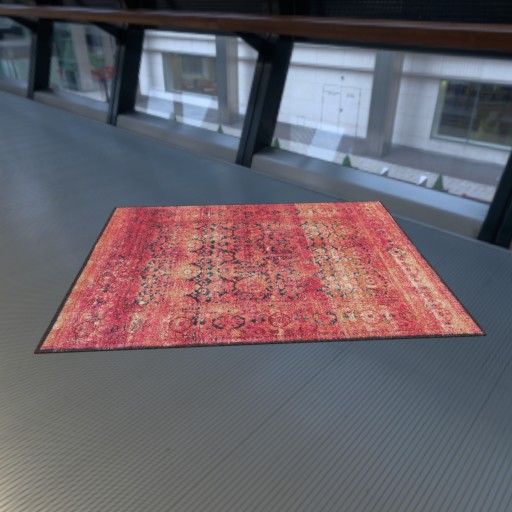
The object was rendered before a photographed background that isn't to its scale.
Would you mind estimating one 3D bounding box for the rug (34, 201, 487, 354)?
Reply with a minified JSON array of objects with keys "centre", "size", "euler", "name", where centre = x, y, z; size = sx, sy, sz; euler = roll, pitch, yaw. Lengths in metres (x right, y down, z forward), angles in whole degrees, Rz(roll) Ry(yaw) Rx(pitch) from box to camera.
[{"centre":[0.000,0.000,3.989],"size":[3.032,0.020,2.411],"euler":[-2,29,-3],"name":"rug"}]
